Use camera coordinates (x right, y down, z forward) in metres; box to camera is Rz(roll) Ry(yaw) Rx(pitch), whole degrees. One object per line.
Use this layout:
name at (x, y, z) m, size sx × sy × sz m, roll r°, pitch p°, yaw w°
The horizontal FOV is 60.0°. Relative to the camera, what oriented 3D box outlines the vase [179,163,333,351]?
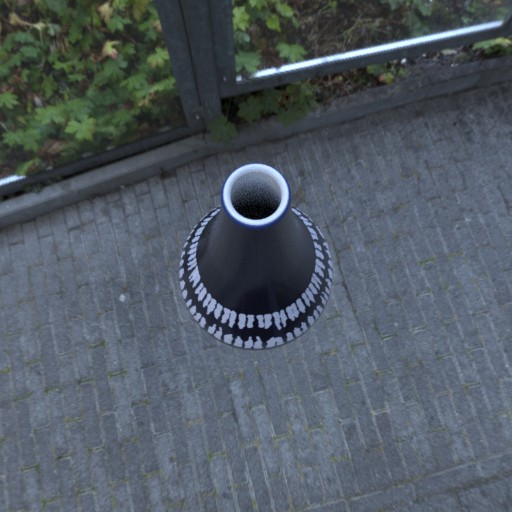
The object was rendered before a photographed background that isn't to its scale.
vase at (0.000, 0.000, 0.388) m, size 0.159 × 0.295 × 0.159 m, roll 0°, pitch 76°, yaw 0°
